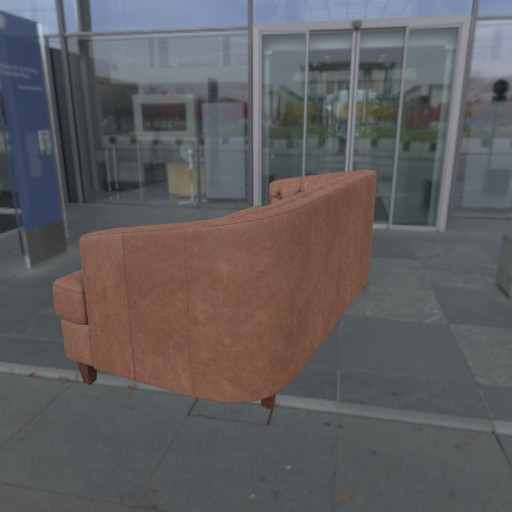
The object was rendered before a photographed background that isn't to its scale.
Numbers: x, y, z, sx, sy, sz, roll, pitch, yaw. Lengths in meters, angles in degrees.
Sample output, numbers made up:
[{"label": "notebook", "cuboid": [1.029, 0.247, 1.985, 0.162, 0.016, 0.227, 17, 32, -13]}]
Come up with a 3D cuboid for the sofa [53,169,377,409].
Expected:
[{"label": "sofa", "cuboid": [0.000, 0.000, 2.273, 0.914, 0.786, 1.755, 8, 19, 25]}]
